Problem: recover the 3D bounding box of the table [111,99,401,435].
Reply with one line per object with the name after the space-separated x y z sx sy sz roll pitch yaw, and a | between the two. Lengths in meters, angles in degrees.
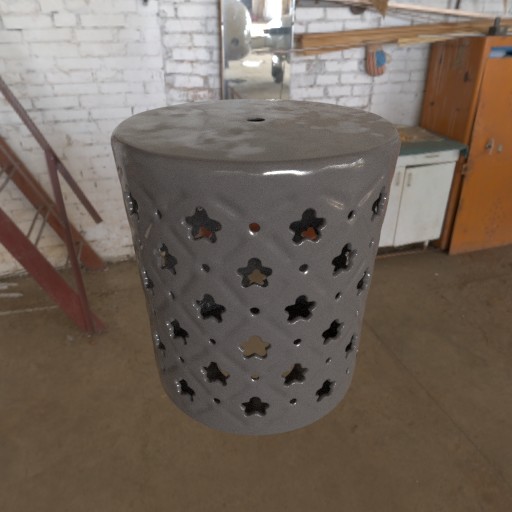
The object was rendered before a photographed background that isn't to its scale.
0.000 0.000 0.643 0.352 0.387 0.352 0 29 0 | table
